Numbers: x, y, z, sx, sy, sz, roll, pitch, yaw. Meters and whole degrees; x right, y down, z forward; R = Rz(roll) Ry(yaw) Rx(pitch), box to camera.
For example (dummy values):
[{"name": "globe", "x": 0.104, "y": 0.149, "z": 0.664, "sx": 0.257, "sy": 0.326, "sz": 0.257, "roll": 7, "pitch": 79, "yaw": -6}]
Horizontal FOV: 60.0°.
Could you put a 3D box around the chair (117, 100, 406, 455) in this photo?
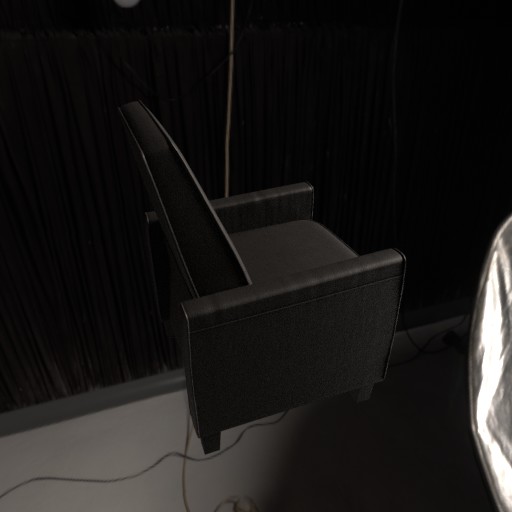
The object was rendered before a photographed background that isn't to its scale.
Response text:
[{"name": "chair", "x": 0.000, "y": 0.000, "z": 1.539, "sx": 0.746, "sy": 1.013, "sz": 0.705, "roll": -11, "pitch": 32, "yaw": -18}]
